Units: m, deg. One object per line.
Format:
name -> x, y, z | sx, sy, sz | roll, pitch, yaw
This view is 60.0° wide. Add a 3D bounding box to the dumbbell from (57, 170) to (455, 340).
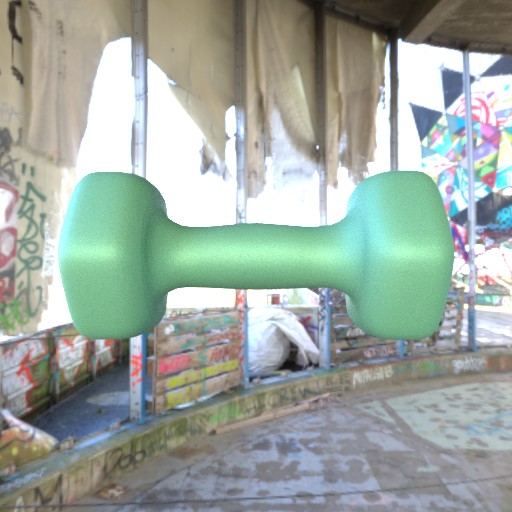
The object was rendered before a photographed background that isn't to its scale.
dumbbell -> 0.000, 0.000, 0.324 | 0.260, 0.117, 0.129 | 0, -2, 1
